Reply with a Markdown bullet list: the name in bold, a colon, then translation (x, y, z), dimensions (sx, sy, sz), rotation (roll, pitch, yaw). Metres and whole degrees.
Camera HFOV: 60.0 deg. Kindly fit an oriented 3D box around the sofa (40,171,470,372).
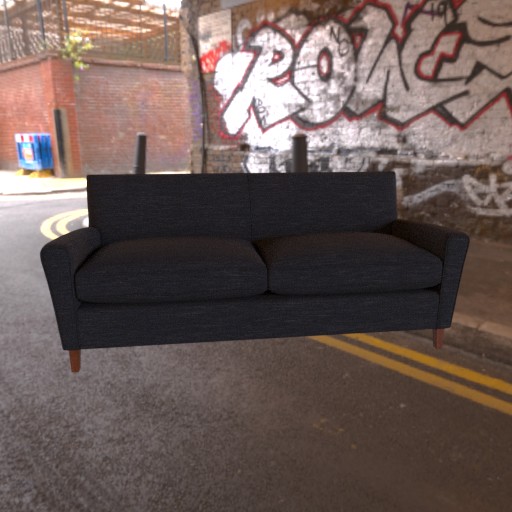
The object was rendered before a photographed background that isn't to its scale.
- **sofa**: translation (0.000, 0.000, 2.456), dimensions (1.976, 0.846, 0.875), rotation (-2, 15, -7)
